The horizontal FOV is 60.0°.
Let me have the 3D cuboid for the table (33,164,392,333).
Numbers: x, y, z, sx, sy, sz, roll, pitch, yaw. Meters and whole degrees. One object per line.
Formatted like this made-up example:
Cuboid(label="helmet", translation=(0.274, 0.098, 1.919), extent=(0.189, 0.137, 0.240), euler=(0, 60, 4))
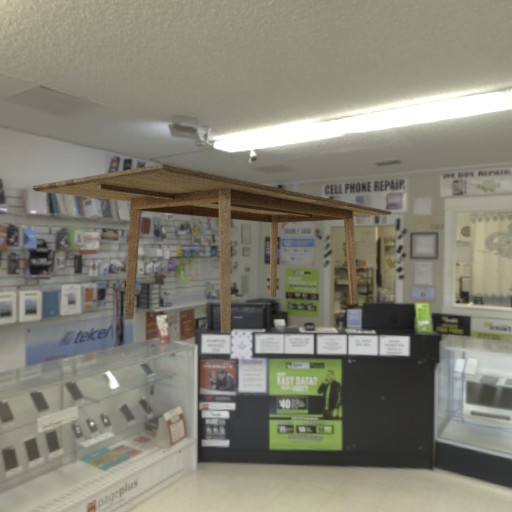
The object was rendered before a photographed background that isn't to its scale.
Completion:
Cuboid(label="table", translation=(0.000, 0.000, 3.084), extent=(1.000, 0.752, 2.603), euler=(0, 1, 36))
